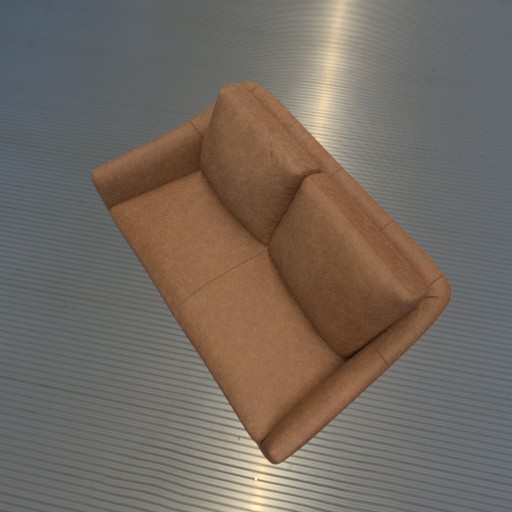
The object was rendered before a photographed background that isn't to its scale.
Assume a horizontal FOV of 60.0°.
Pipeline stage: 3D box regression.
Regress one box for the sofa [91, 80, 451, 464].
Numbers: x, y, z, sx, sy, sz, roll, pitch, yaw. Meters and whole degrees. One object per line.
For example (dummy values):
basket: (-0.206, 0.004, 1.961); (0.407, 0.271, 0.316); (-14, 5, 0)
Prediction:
sofa: (0.000, 0.000, 2.157); (0.960, 0.902, 1.619); (-32, 67, -15)
